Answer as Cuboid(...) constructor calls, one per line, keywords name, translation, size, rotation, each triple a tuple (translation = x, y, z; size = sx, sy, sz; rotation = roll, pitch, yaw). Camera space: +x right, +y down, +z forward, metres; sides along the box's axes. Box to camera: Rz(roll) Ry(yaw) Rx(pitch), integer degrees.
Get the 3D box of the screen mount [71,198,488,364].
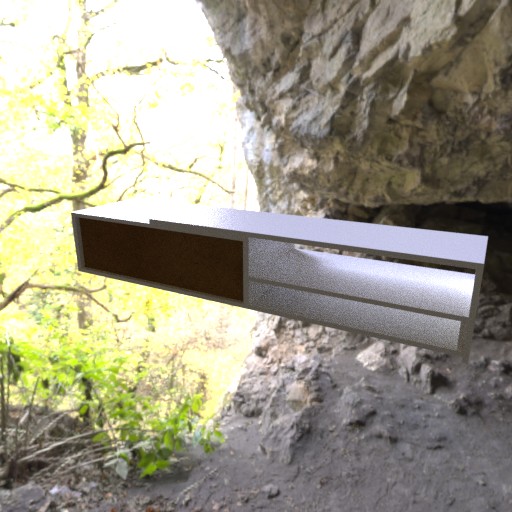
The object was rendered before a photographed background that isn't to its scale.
Cuboid(name="screen mount", translation=(0.000, 0.000, 1.847), size=(1.680, 0.320, 0.420), rotation=(9, 20, 27))
